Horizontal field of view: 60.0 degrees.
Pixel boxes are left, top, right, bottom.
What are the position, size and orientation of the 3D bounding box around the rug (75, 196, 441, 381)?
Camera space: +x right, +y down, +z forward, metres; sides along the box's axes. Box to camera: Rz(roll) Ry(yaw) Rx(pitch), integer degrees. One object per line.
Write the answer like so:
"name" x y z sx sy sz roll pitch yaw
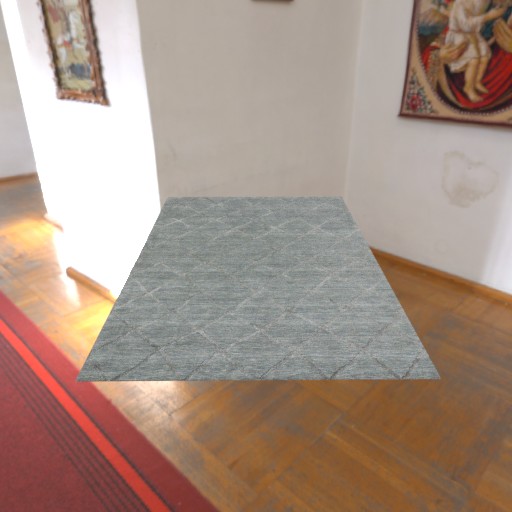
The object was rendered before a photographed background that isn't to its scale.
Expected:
"rug" 0.000 0.000 2.863 1.521 0.006 2.283 0 27 -1
